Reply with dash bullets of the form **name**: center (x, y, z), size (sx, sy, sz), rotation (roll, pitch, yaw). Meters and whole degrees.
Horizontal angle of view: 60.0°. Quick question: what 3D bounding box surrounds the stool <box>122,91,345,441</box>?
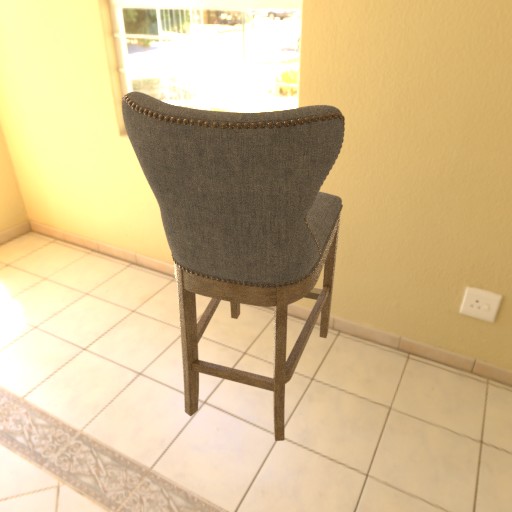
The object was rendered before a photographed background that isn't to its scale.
- **stool**: center (0.000, 0.000, 1.323), size (0.498, 0.981, 0.608), rotation (10, 32, 16)
